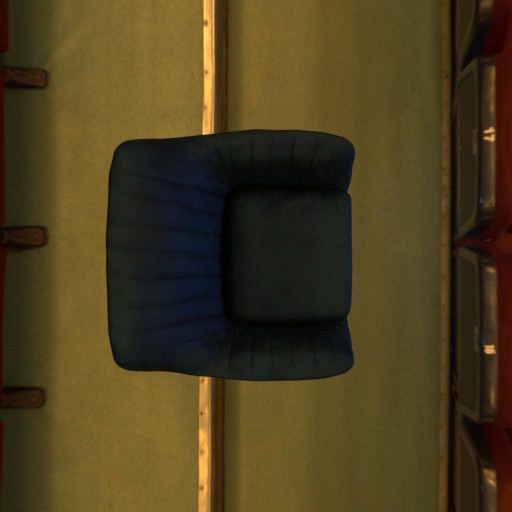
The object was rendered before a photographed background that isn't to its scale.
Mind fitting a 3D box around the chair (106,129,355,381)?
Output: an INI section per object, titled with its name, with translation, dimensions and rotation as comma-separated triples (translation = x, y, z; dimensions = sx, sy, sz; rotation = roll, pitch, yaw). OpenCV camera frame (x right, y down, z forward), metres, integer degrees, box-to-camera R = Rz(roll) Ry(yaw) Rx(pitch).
[chair]
translation = 0.000, 0.000, 1.225
dimensions = 0.573, 0.826, 0.578
rotation = 0, 89, -1
